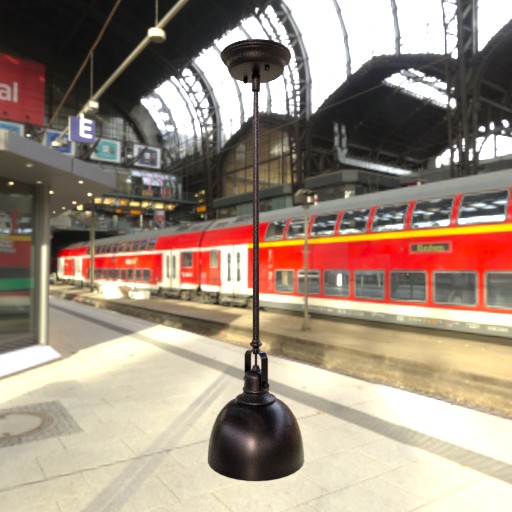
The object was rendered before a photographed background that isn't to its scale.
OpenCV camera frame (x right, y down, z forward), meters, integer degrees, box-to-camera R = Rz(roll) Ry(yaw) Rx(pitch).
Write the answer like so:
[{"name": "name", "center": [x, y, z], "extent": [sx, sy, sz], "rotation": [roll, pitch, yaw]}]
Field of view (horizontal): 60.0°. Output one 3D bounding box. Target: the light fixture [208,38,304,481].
[{"name": "light fixture", "center": [0.000, 0.000, 0.845], "extent": [0.182, 0.768, 0.182], "rotation": [1, -1, -36]}]
